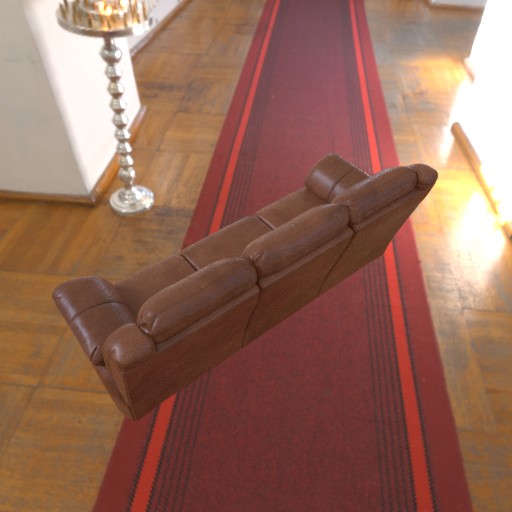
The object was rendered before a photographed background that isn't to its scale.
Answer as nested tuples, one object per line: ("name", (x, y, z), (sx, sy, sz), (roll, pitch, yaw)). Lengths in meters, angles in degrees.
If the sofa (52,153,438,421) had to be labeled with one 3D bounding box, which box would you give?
("sofa", (0.000, 0.000, 2.874), (2.337, 1.043, 0.991), (-30, 52, -26))
